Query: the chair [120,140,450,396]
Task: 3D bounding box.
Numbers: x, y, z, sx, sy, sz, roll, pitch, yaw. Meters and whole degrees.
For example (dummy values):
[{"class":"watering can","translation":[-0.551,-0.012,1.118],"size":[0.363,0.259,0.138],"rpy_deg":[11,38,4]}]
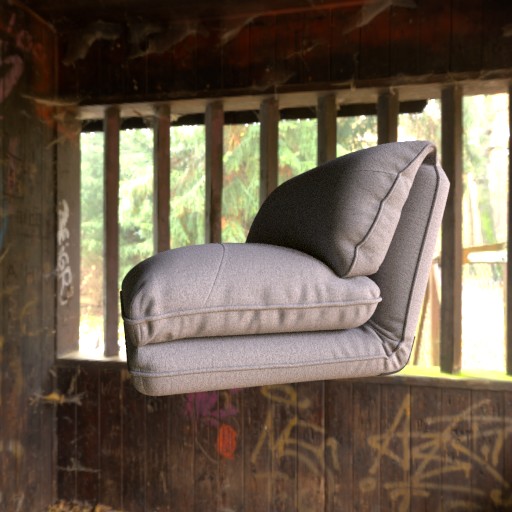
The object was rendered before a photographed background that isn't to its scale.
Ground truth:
[{"class":"chair","translation":[0.000,0.000,1.332],"size":[0.780,0.580,0.820],"rpy_deg":[0,0,-17]}]
